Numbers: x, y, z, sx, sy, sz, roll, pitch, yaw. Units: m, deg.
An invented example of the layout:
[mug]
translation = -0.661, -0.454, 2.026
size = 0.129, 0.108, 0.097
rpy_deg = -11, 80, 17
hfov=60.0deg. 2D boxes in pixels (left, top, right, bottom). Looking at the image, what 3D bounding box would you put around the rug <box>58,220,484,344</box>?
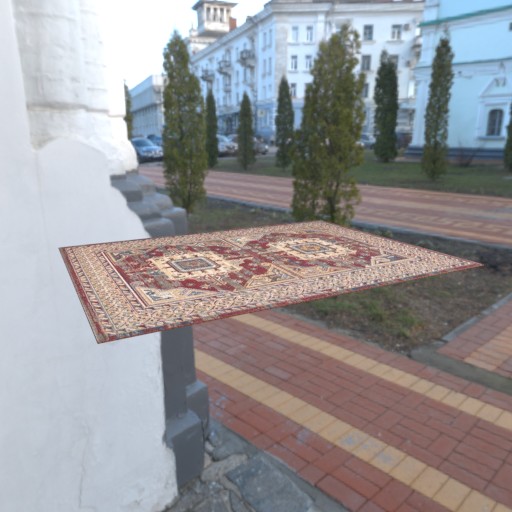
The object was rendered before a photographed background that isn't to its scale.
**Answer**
[rug]
translation = 0.000, 0.000, 4.126
size = 3.197, 0.013, 2.381
rpy_deg = -8, 17, -27
